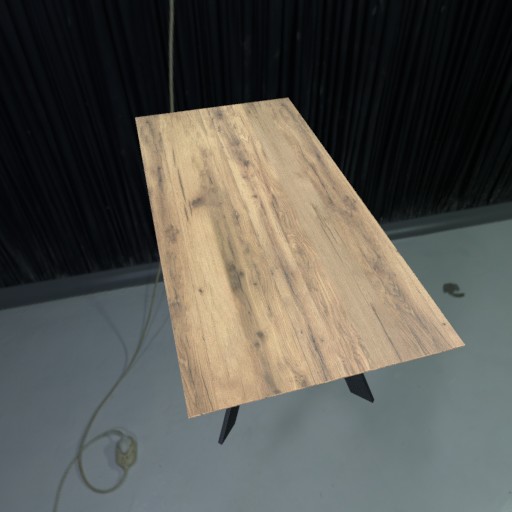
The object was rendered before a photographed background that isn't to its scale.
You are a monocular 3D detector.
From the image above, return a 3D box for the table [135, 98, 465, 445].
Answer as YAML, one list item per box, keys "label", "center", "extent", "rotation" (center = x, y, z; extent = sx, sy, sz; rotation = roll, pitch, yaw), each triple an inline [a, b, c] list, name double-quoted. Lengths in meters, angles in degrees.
- label: "table"
  center: [0.000, 0.000, 2.446]
  extent: [1.000, 0.770, 2.000]
  rotation: [-11, 46, -11]
